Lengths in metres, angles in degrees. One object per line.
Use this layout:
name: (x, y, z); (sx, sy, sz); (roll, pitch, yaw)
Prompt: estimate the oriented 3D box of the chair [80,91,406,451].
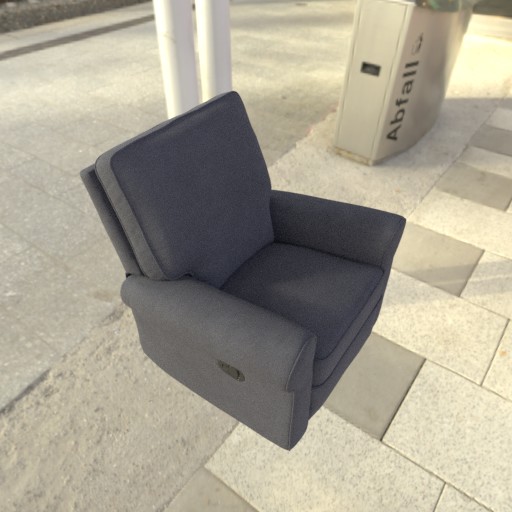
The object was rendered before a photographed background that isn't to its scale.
chair: (0.000, 0.000, 1.674); (0.878, 0.961, 0.890); (24, 46, 26)
